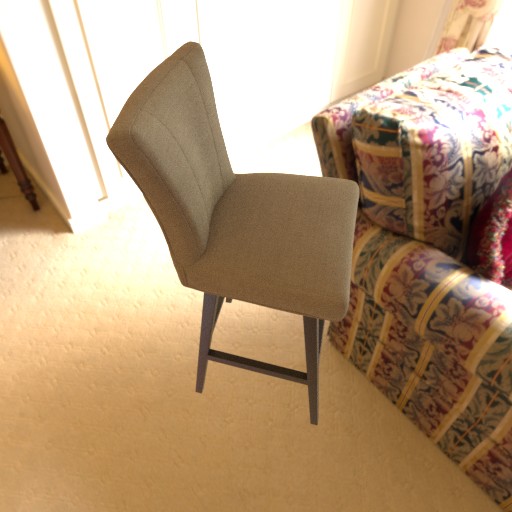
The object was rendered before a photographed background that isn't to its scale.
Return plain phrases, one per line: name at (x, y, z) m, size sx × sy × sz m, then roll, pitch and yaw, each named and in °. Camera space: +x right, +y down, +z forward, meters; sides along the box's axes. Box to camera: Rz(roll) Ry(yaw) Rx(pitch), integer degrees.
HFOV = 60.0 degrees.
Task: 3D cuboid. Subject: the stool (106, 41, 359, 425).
stool at (0.000, 0.000, 1.386) m, size 0.574 × 1.086 × 0.514 m, roll 9°, pitch 47°, yaw 9°
